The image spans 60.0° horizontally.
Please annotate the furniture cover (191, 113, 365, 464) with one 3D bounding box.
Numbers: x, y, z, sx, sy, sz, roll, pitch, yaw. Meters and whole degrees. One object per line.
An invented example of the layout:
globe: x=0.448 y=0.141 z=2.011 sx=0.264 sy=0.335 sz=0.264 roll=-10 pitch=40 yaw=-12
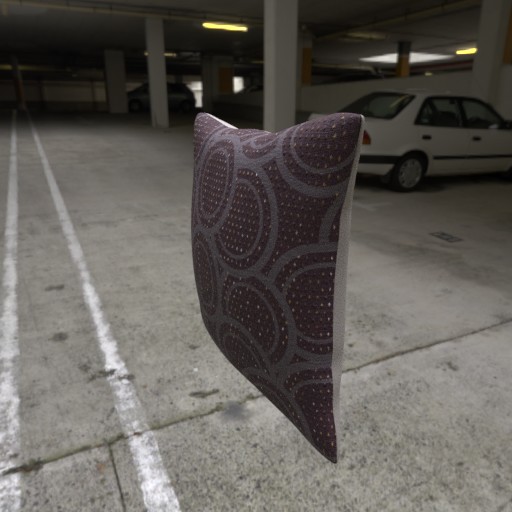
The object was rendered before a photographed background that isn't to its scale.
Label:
furniture cover: x=0.000 y=0.000 z=0.828 sx=0.193 sy=0.509 sz=0.552 roll=-9 pitch=20 yaw=-26
